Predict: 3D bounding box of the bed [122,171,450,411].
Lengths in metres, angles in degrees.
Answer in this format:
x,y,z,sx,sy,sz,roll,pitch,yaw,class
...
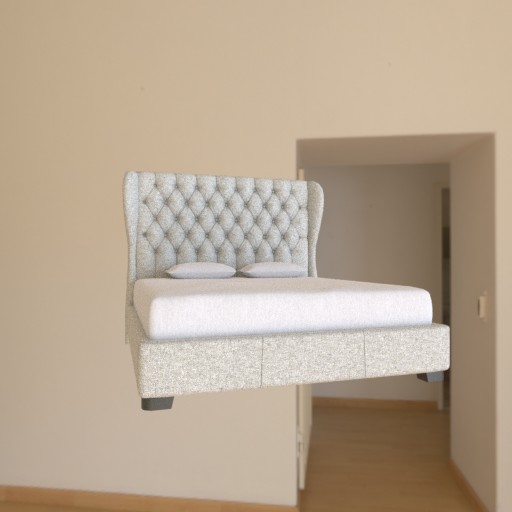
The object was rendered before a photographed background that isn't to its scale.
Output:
x,y,z,sx,sy,sz,roll,pitch,yaw,class
0.000,0.000,3.897,2.219,1.771,2.347,0,0,-18,bed
